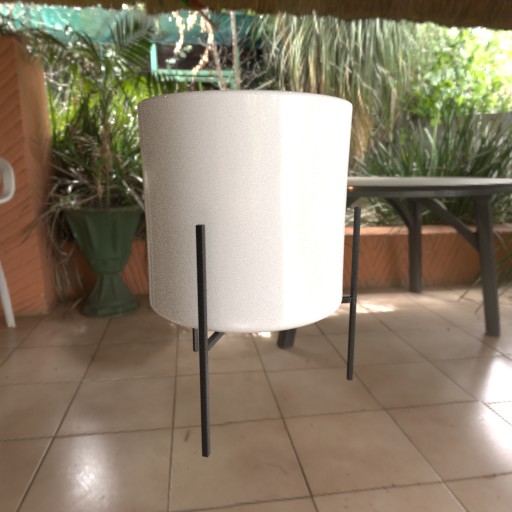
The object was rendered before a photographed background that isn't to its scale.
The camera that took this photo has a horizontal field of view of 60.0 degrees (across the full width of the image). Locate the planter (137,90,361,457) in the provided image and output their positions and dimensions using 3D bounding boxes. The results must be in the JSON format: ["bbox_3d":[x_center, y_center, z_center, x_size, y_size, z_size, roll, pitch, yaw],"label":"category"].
[{"bbox_3d":[0.000,0.000,0.744,0.361,0.480,0.360,-2,12,-9],"label":"planter"}]
